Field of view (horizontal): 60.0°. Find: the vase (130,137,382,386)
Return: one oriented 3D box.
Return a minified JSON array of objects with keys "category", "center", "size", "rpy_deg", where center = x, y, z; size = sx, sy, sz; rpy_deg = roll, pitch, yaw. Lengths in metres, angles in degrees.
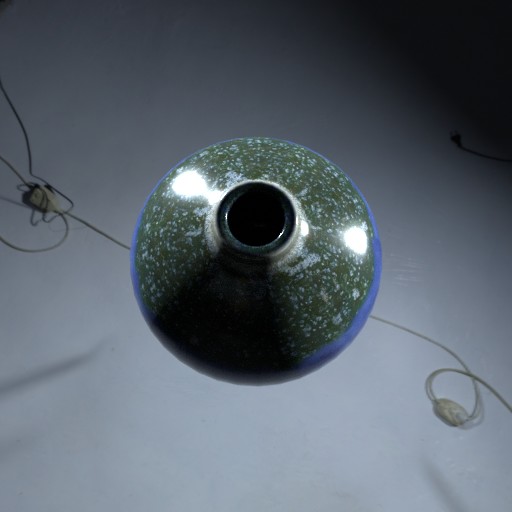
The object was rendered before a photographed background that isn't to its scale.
[{"category":"vase","center":[0.000,0.000,0.272],"size":[0.154,0.133,0.154],"rpy_deg":[0,75,0]}]
